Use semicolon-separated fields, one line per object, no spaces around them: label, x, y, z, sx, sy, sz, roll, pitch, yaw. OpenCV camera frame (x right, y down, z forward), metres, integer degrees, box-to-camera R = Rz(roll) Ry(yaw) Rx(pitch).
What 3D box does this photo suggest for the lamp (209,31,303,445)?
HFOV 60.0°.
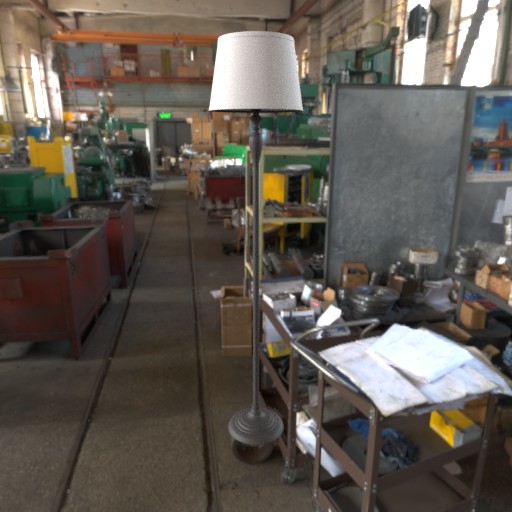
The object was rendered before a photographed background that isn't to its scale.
lamp;0.000;0.000;1.687;0.327;1.506;0.327;-14;21;-41
